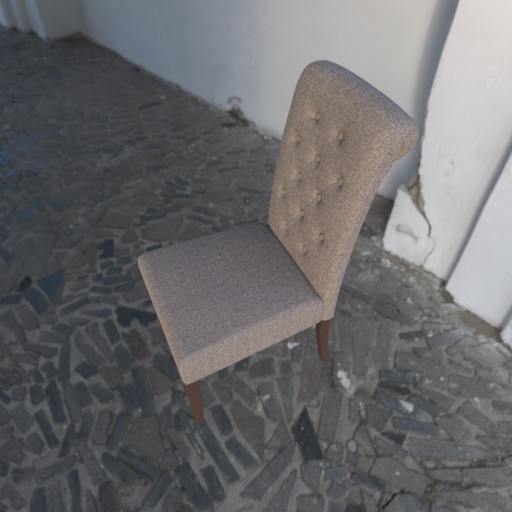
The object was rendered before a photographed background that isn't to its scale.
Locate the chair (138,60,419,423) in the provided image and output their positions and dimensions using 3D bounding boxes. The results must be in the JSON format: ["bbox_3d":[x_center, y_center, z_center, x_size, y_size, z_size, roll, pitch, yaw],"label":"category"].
[{"bbox_3d":[0.000,0.000,1.385,0.671,1.006,0.456,-19,49,-17],"label":"chair"}]
